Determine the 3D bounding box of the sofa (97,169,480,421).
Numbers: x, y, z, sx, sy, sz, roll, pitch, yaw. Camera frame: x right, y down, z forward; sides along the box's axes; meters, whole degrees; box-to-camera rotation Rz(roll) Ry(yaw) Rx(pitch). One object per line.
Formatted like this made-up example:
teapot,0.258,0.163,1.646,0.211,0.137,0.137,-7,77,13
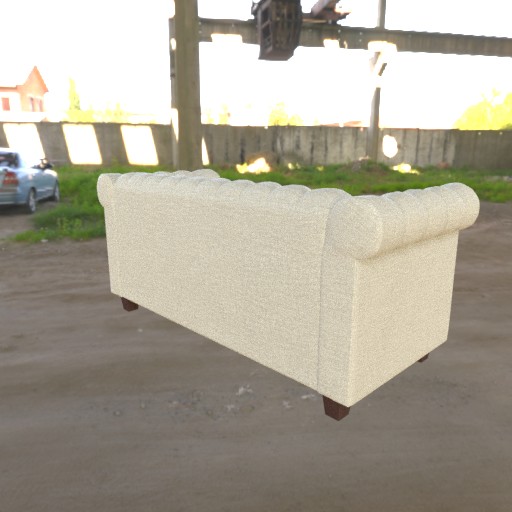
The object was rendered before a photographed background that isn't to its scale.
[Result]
sofa,0.000,0.000,2.198,0.783,0.797,1.798,-13,19,-43
